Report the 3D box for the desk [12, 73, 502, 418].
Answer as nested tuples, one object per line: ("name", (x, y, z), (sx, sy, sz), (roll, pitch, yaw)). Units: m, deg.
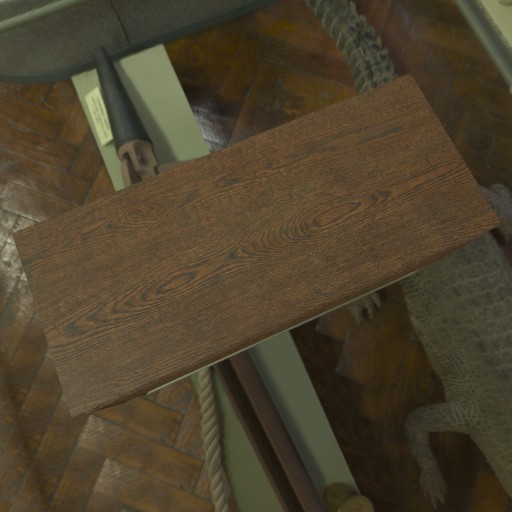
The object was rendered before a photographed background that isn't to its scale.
("desk", (0.000, 0.000, 1.743), (1.384, 0.792, 0.610), (-23, 77, -6))
